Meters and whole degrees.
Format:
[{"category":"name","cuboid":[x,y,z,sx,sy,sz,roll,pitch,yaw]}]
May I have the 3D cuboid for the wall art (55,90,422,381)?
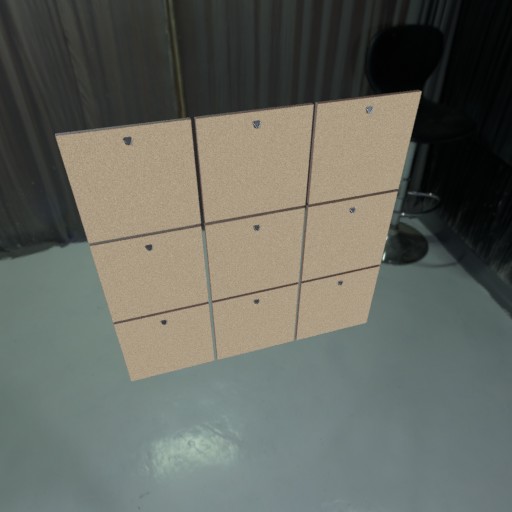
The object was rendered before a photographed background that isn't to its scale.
[{"category":"wall art","cuboid":[0.000,0.000,1.349,0.906,0.904,0.018,-11,41,-13]}]
